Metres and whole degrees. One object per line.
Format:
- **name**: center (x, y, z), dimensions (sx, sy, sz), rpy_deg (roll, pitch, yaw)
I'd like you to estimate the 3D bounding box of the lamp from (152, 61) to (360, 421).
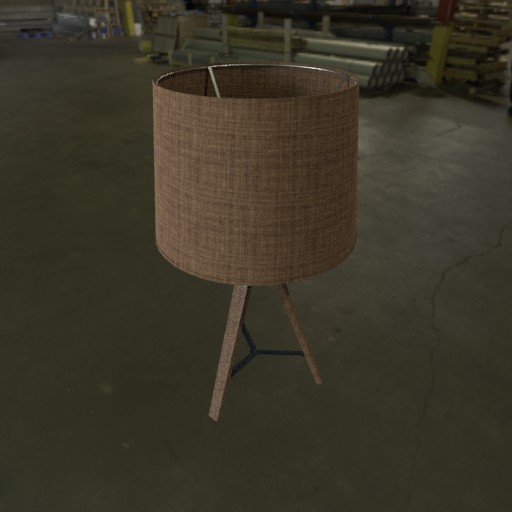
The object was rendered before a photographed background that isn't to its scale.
- **lamp**: center (0.000, 0.000, 0.675), dimensions (0.290, 0.514, 0.290), rpy_deg (0, 32, 0)
